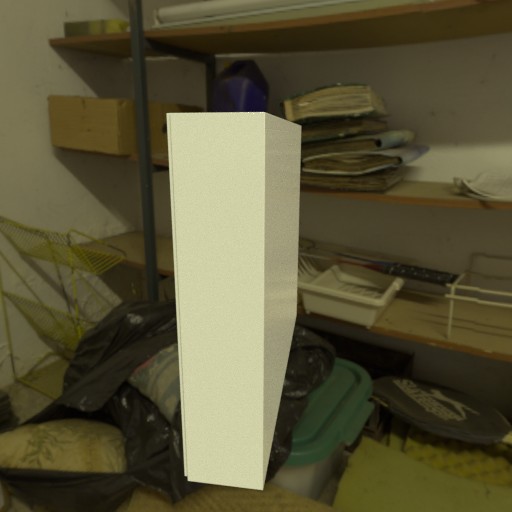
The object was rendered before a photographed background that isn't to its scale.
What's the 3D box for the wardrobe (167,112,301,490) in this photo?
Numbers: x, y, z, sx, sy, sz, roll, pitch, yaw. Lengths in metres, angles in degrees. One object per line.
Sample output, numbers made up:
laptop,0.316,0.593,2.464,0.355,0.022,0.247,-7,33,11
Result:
wardrobe,0.000,0.000,4.074,0.580,2.360,3.000,2,15,9
